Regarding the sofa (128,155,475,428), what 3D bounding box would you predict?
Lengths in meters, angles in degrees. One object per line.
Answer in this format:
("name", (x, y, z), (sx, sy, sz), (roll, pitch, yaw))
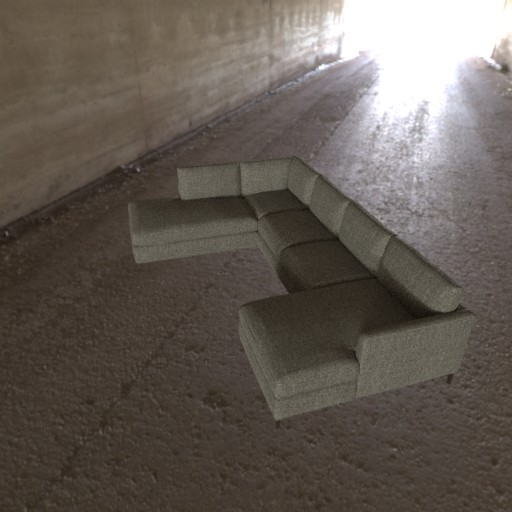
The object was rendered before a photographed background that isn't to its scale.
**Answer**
("sofa", (0.000, 0.000, 3.541), (1.879, 0.756, 2.737), (-9, 31, -15))
